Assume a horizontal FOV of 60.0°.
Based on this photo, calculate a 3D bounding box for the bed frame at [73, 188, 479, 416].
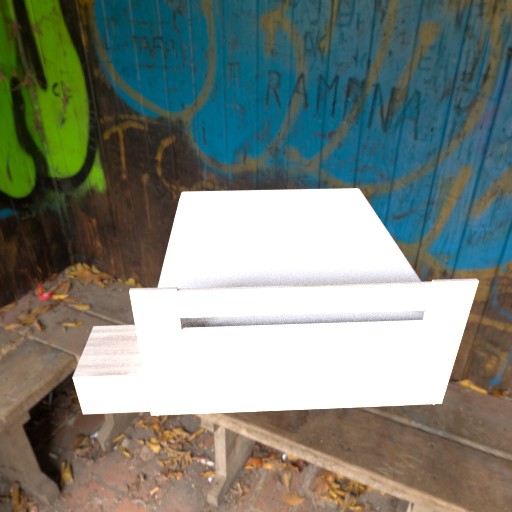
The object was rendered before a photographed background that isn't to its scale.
[{"bbox_3d":[0.000,0.000,3.183,2.040,0.860,2.050,-1,30,-3],"label":"bed frame"}]
